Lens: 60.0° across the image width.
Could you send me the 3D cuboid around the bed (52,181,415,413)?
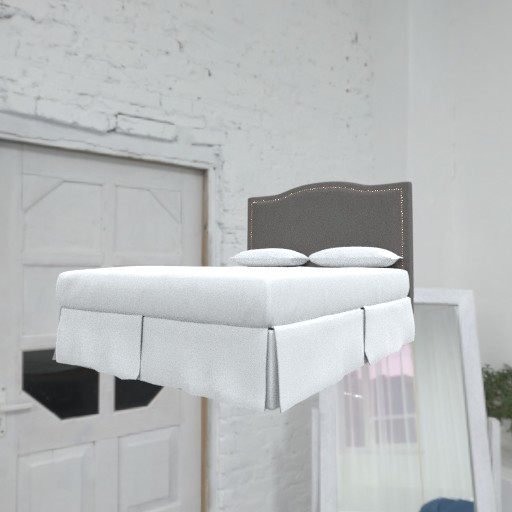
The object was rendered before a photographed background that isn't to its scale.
[{"bbox_3d":[0.000,0.000,3.363,1.821,1.436,2.282,0,-1,35],"label":"bed"}]
